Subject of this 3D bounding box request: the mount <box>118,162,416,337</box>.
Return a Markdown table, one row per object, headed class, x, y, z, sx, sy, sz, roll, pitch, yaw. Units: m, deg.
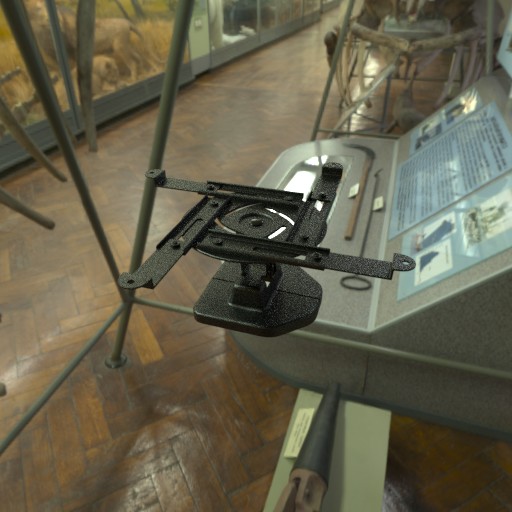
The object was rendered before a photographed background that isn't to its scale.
| class | x | y | z | sx | sy | sz | roll | pitch | yaw |
| --- | --- | --- | --- | --- | --- | --- | --- | --- | --- |
| mount | 0.000 | 0.000 | 0.605 | 0.394 | 0.141 | 0.394 | 10 | 34 | 15 |
